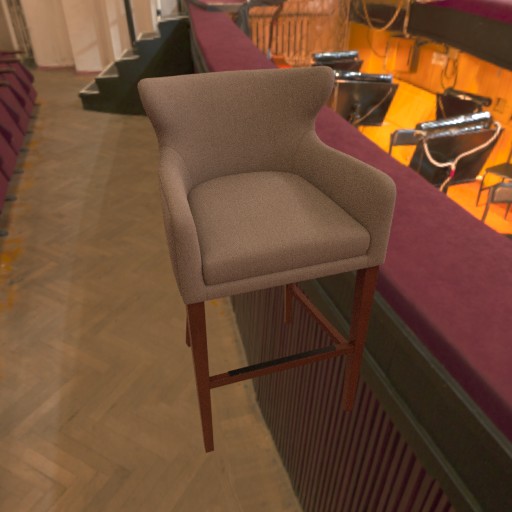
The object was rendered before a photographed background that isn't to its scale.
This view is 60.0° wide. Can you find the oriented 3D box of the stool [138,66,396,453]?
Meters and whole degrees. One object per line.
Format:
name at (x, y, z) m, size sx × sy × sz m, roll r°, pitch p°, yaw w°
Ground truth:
stool at (0.000, 0.000, 1.412) m, size 0.575 × 1.047 × 0.575 m, roll -10°, pitch 35°, yaw -15°
